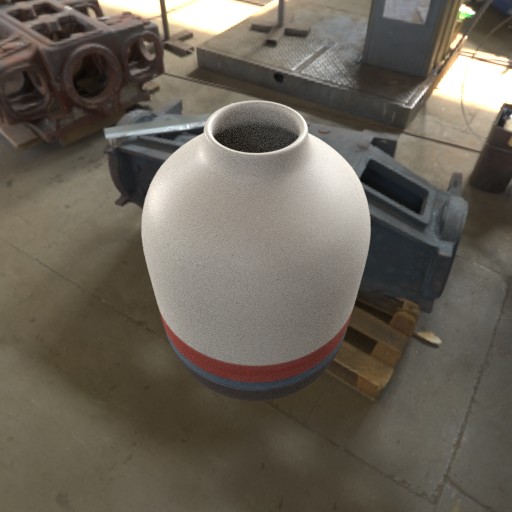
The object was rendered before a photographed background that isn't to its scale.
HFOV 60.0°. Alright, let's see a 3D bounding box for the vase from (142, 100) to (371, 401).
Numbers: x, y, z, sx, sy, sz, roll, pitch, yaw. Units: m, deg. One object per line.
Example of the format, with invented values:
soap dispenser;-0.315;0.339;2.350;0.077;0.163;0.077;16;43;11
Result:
vase;0.000;0.000;0.359;0.169;0.237;0.169;0;48;0
